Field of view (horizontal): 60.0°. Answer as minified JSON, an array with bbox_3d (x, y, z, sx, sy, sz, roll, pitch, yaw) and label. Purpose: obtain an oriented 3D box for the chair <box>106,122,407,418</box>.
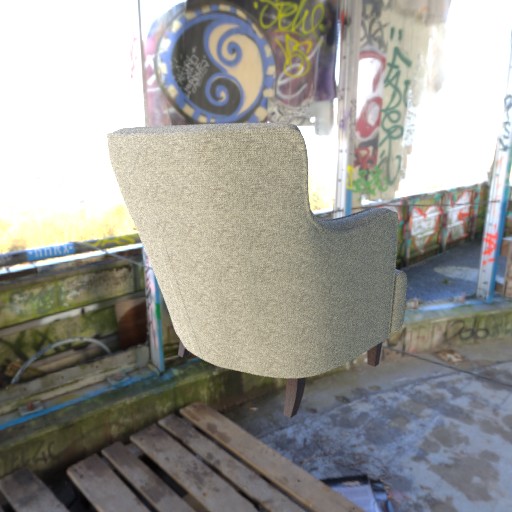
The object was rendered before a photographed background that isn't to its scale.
[{"bbox_3d":[0.000,0.000,1.661,0.820,0.920,0.910,14,20,43],"label":"chair"}]
